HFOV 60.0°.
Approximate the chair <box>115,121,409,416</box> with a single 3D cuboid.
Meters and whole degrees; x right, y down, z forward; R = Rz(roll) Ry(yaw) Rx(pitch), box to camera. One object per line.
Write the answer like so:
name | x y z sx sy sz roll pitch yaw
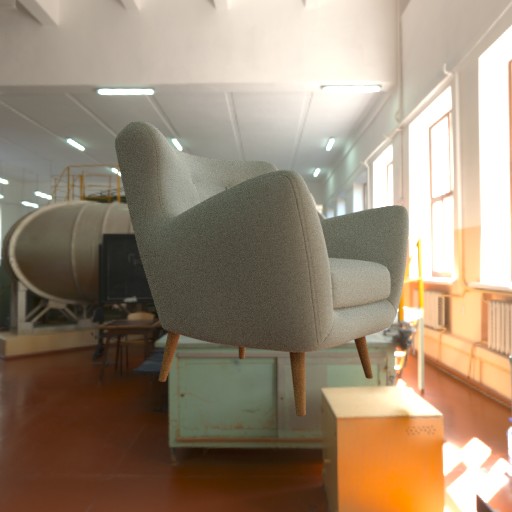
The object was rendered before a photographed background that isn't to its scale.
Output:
chair | 0.000 0.000 1.623 0.889 0.889 0.890 -1 -1 36
